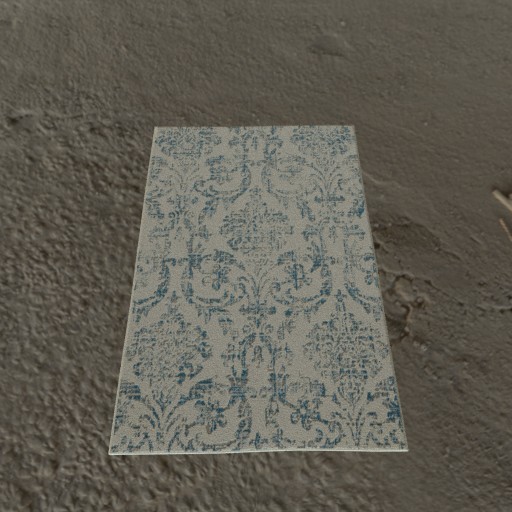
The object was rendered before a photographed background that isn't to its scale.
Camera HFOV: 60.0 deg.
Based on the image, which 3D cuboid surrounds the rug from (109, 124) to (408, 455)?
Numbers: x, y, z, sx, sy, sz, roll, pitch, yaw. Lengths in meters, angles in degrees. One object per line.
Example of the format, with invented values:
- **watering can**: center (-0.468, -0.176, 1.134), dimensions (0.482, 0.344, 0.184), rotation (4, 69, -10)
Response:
- **rug**: center (0.000, 0.000, 2.244), dimensions (1.213, 0.012, 1.831), rotation (-1, 60, 0)
